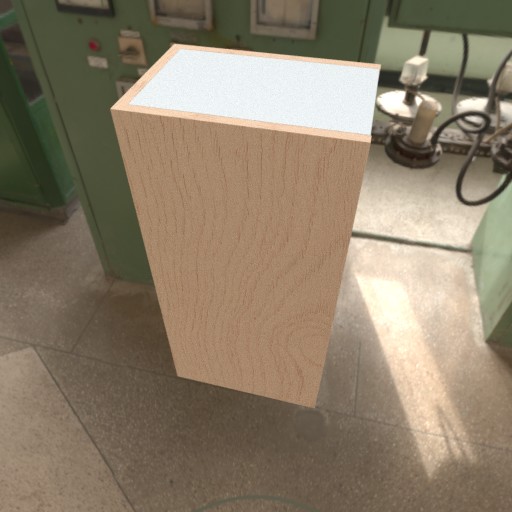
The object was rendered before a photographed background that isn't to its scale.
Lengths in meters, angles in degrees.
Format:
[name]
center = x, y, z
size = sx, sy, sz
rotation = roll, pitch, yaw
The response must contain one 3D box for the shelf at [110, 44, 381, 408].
[shelf]
center = 0.000, 0.000, 0.757
size = 0.290, 0.600, 0.200
rotation = 10, 47, 10
